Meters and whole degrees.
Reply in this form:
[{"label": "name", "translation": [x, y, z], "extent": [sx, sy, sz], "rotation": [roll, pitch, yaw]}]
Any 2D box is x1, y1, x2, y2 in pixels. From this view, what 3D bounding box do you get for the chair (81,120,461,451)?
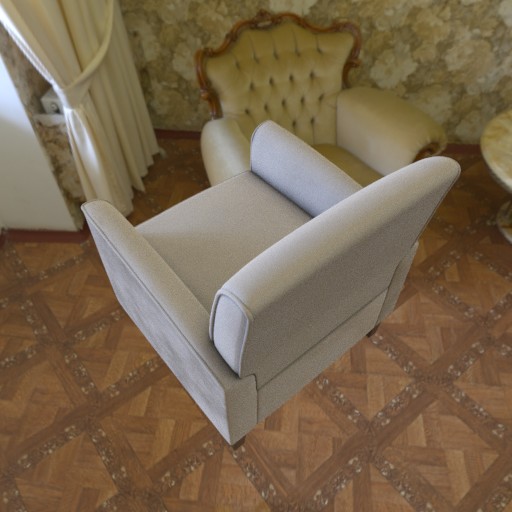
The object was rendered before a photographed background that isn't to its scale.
[{"label": "chair", "translation": [0.000, 0.000, 1.527], "extent": [0.820, 0.915, 0.821], "rotation": [-32, 55, -26]}]
